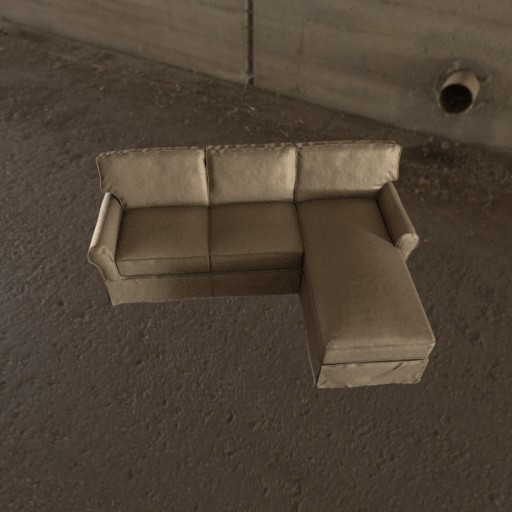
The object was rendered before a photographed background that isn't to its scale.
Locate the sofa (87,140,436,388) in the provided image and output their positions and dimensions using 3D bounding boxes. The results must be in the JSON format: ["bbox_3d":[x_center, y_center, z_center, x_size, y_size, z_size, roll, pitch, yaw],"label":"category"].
[{"bbox_3d":[0.000,0.000,3.335,2.475,0.978,1.733,-3,48,-3],"label":"sofa"}]
